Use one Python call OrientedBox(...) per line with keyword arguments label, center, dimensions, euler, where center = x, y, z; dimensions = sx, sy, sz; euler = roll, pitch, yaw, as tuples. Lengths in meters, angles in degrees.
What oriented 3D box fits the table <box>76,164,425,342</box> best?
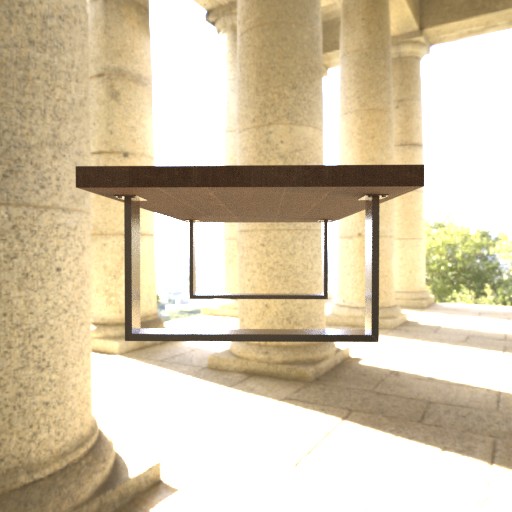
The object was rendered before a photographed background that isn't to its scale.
OrientedBox(label="table", center=(0.000, 0.000, 1.717), dimensions=(0.800, 0.440, 1.400), euler=(0, 1, 1))
